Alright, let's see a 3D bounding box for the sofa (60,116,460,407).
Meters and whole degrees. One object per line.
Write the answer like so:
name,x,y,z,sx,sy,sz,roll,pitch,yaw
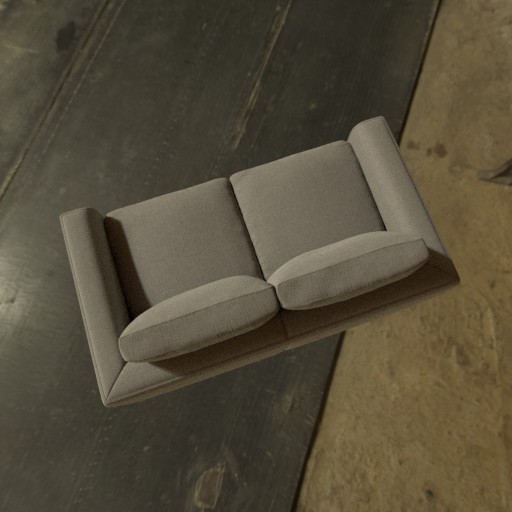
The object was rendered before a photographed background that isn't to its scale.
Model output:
sofa,0.000,0.000,2.467,1.920,0.800,1.069,-18,75,-5
